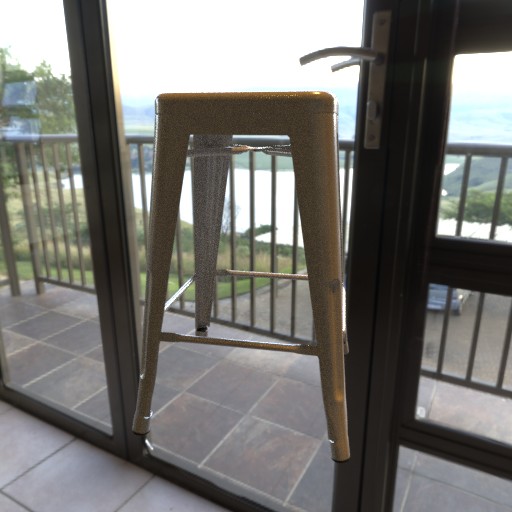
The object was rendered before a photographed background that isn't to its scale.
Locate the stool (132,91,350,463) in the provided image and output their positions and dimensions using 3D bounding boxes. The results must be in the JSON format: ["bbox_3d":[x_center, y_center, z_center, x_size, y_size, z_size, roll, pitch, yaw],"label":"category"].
[{"bbox_3d":[0.000,0.000,0.897,0.406,0.610,0.406,3,17,10],"label":"stool"}]
